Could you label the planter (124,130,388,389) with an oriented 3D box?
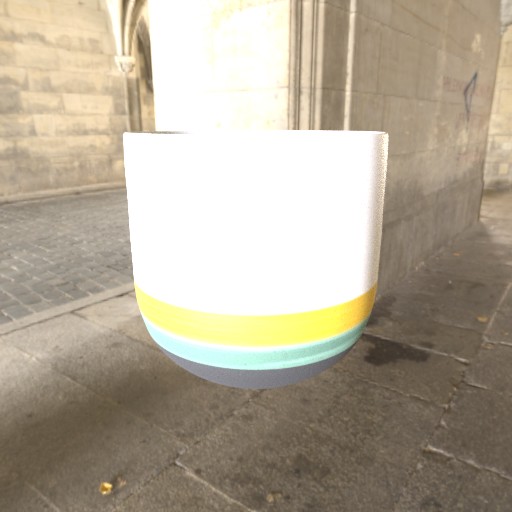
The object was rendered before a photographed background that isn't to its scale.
[{"bbox_3d":[0.000,0.000,0.500,0.268,0.270,0.268,0,17,0],"label":"planter"}]
